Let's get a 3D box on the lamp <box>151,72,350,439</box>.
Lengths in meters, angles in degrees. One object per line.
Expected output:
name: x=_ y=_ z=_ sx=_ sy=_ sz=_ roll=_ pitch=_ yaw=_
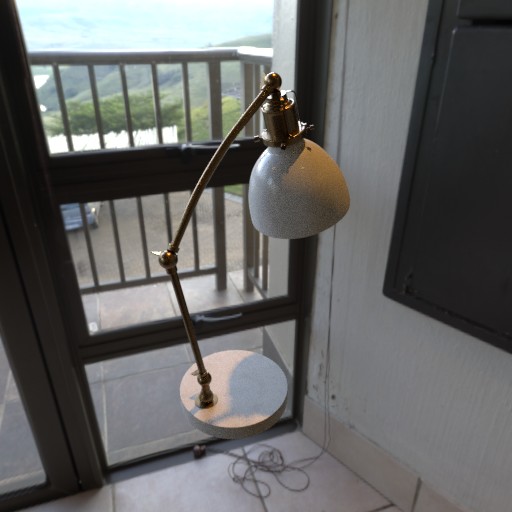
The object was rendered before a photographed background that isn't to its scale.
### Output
lamp: x=0.000 y=0.000 z=0.683 sx=0.317 sy=0.522 sz=0.186 roll=-19 pitch=33 yaw=-32
